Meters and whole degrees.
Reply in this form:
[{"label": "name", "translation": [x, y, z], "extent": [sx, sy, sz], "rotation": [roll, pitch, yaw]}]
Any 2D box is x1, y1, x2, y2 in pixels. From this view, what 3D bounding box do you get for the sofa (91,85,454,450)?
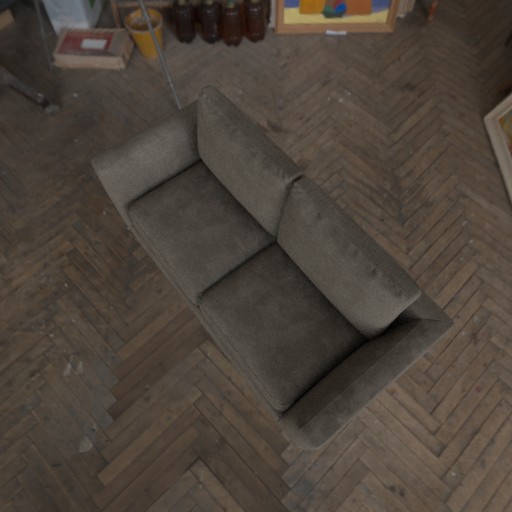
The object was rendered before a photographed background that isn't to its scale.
[{"label": "sofa", "translation": [0.000, 0.000, 2.385], "extent": [0.855, 1.013, 1.832], "rotation": [-35, 69, -16]}]
